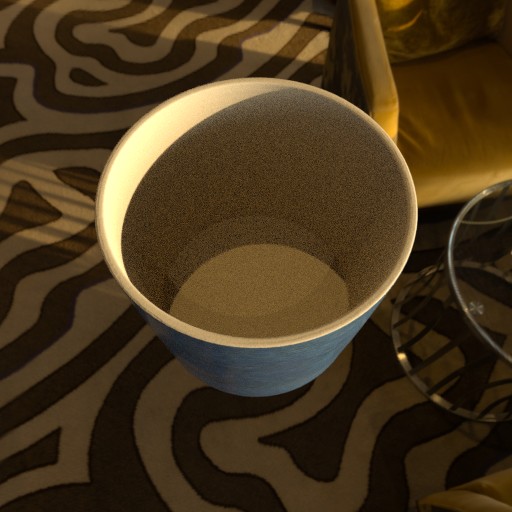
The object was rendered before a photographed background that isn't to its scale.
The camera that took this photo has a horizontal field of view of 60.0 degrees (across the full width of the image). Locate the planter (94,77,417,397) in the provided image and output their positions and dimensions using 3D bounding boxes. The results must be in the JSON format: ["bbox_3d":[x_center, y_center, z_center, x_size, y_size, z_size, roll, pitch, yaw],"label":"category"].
[{"bbox_3d":[0.000,0.000,0.397,0.221,0.201,0.221,0,63,0],"label":"planter"}]
